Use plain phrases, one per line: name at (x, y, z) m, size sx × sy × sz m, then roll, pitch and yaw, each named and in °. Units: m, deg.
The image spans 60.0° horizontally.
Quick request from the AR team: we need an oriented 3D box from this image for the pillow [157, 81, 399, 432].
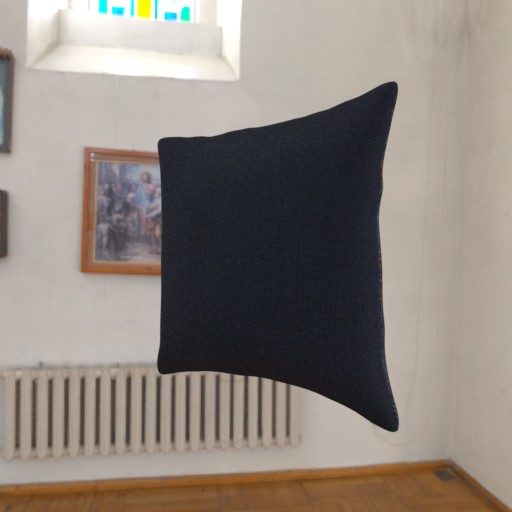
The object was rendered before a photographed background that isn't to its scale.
pillow at (0.000, 0.000, 0.667) m, size 0.431 × 0.431 × 0.141 m, roll 0°, pitch 1°, yaw 36°
